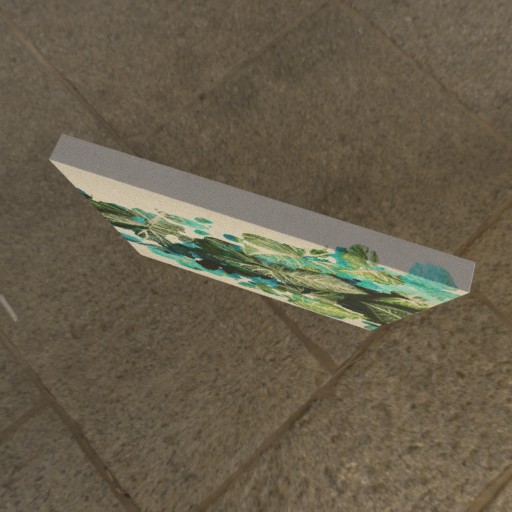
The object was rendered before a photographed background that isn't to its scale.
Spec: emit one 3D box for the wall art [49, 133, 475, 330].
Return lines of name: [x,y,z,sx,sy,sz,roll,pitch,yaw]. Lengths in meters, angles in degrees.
wall art: [0.000,0.000,0.722,0.507,0.435,0.041,18,76,5]
